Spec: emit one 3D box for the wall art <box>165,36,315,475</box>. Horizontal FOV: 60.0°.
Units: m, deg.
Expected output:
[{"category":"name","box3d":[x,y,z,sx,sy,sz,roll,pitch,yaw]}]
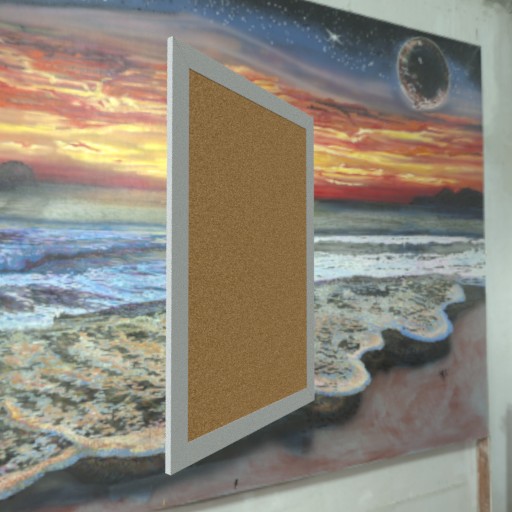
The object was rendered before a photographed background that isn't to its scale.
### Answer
[{"category":"wall art","box3d":[0.000,0.000,0.852,0.011,0.659,0.454,-1,-2,35]}]
